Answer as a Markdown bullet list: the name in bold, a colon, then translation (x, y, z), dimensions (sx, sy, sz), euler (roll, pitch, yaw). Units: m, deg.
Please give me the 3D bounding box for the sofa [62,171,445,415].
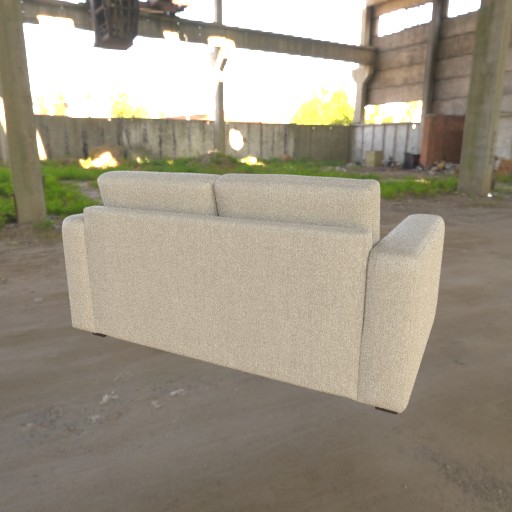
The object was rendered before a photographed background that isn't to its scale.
- **sofa**: translation (0.000, 0.000, 2.057), dimensions (1.540, 0.800, 0.900), euler (7, 16, 26)
